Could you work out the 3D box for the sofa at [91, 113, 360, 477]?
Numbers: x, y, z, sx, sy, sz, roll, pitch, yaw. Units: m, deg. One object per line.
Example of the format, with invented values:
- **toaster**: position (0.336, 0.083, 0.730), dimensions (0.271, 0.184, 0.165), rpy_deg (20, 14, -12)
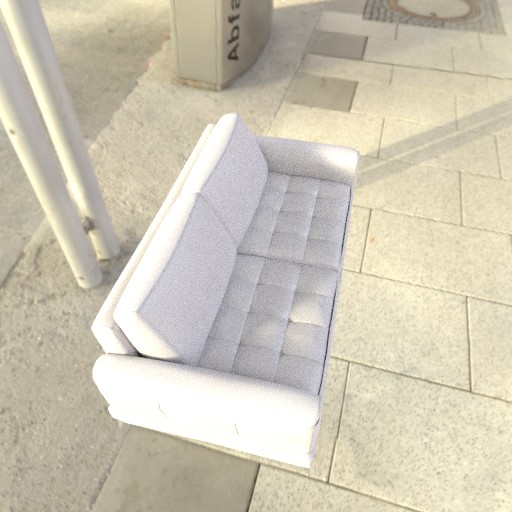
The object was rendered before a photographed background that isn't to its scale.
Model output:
- **sofa**: position (0.000, 0.000, 2.759), dimensions (1.121, 0.930, 2.177), rpy_deg (10, 49, 9)
